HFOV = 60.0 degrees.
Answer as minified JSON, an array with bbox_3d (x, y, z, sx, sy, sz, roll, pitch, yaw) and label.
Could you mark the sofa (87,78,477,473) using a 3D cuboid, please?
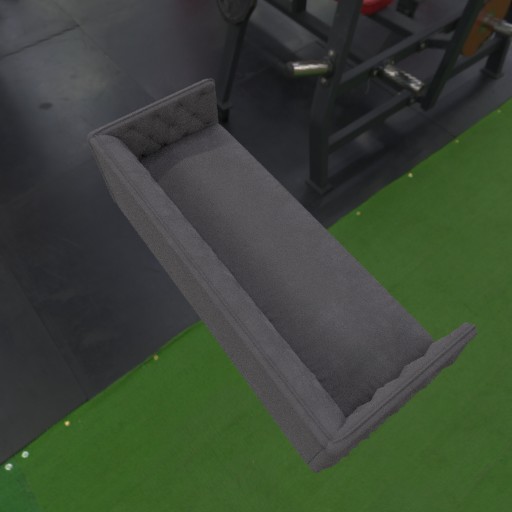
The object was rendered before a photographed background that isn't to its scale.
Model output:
[{"bbox_3d":[0.000,0.000,2.580,0.895,0.771,2.209,-32,64,-18],"label":"sofa"}]
